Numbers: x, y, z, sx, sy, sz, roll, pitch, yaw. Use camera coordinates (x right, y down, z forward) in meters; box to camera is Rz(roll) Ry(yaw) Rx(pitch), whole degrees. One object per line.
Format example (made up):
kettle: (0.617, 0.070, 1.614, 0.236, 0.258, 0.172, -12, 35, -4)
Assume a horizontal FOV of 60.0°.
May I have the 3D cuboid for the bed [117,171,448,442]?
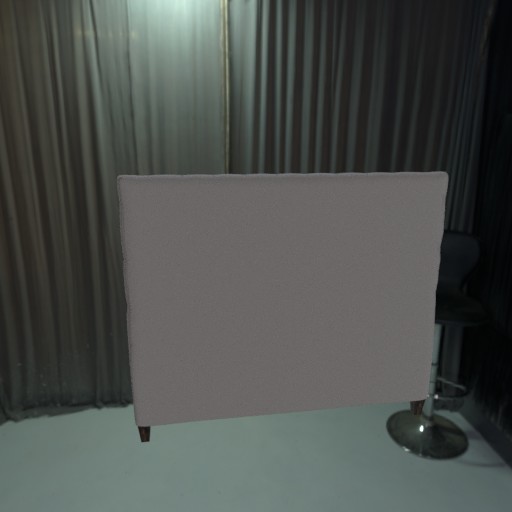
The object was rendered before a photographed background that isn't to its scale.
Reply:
bed: (0.000, 0.000, 3.463, 1.698, 1.427, 2.387, -2, 15, -9)
